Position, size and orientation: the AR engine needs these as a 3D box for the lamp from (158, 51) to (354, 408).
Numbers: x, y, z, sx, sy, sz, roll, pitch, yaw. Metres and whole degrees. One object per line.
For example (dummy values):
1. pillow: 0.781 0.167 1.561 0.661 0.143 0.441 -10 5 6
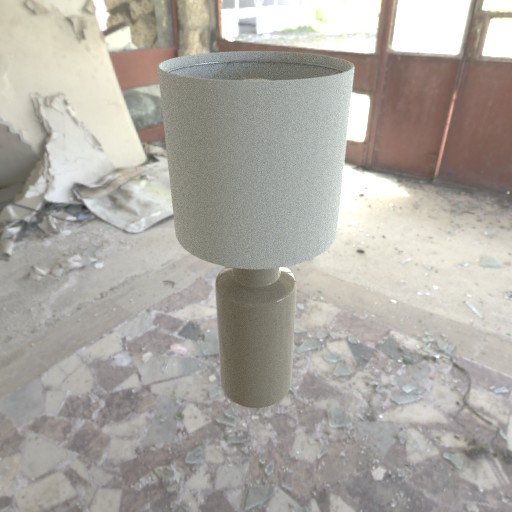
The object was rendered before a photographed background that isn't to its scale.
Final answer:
1. lamp: 0.000 0.000 0.612 0.212 0.493 0.212 -9 32 -14
